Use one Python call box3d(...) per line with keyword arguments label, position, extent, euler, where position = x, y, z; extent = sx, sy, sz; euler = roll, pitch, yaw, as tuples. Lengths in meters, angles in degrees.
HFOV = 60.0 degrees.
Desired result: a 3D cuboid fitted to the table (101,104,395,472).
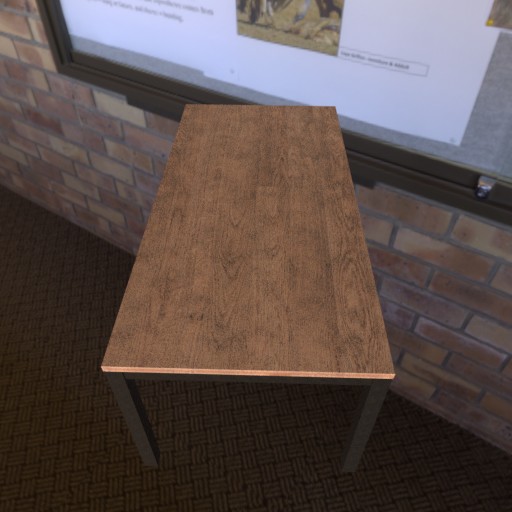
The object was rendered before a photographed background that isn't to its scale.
box3d(label="table", position=(0.000, 0.000, 2.259), extent=(0.893, 0.767, 1.805), euler=(1, 44, 1))
